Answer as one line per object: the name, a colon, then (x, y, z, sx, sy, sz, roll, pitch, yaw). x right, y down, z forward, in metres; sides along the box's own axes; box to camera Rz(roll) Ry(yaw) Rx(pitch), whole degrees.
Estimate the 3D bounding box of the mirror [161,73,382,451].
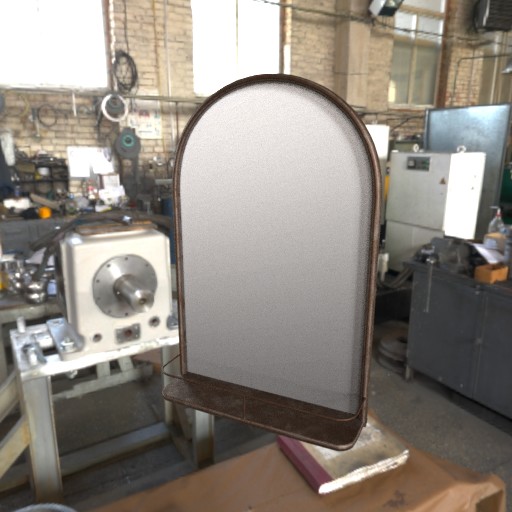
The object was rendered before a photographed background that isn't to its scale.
mirror: (0.000, 0.000, 0.984, 0.510, 0.770, 0.137, 7, 15, 25)
